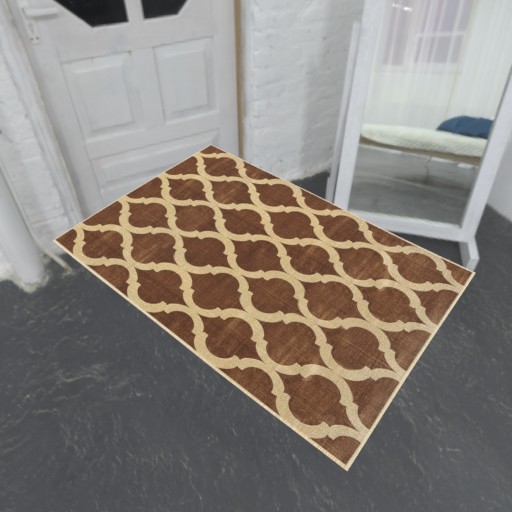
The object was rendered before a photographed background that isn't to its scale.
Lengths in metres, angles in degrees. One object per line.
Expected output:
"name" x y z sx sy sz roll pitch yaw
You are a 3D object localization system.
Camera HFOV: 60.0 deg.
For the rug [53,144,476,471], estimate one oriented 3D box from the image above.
"rug" 0.000 0.000 2.849 2.284 0.008 1.522 31 54 26
